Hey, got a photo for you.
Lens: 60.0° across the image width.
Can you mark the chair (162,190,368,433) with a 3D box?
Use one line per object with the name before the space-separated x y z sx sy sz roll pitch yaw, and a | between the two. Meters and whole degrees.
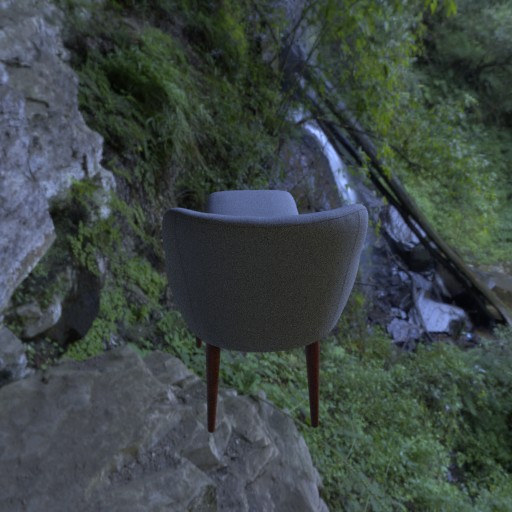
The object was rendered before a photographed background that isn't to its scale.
chair | 0.000 0.000 1.603 0.584 0.799 1.107 -2 30 -3
